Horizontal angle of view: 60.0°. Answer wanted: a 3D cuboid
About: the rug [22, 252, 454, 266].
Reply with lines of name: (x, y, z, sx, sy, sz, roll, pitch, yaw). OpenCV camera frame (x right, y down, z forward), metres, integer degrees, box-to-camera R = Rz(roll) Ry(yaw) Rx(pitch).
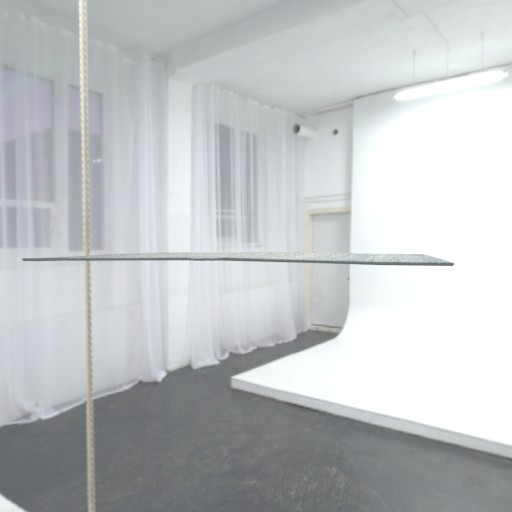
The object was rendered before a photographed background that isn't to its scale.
rug: (0.000, 0.000, 4.282, 3.237, 0.046, 2.461, 0, 2, 17)
